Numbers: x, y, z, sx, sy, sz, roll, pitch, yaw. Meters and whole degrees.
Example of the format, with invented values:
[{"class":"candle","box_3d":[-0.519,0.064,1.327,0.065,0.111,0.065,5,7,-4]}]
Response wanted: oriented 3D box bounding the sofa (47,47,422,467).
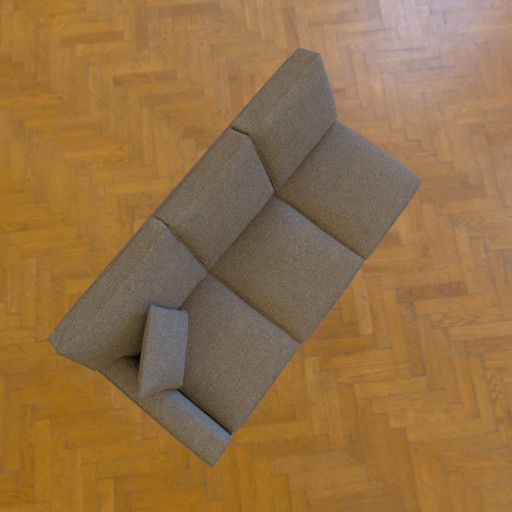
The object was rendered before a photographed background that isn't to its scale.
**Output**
[{"class":"sofa","box_3d":[0.000,0.000,2.500,1.034,0.946,1.963,37,79,8]}]
